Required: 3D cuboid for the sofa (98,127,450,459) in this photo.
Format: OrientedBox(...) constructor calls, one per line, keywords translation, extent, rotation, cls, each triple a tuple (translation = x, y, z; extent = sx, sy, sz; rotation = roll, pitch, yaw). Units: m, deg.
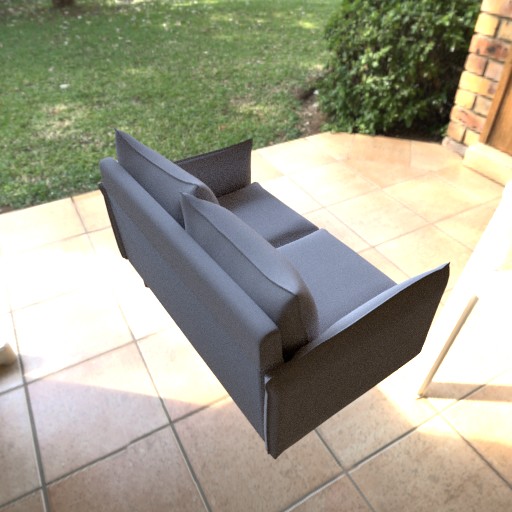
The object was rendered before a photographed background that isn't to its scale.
OrientedBox(translation=(0.000, 0.000, 1.853), extent=(0.820, 0.840, 1.300), rotation=(-24, 46, -26), cls="sofa")
